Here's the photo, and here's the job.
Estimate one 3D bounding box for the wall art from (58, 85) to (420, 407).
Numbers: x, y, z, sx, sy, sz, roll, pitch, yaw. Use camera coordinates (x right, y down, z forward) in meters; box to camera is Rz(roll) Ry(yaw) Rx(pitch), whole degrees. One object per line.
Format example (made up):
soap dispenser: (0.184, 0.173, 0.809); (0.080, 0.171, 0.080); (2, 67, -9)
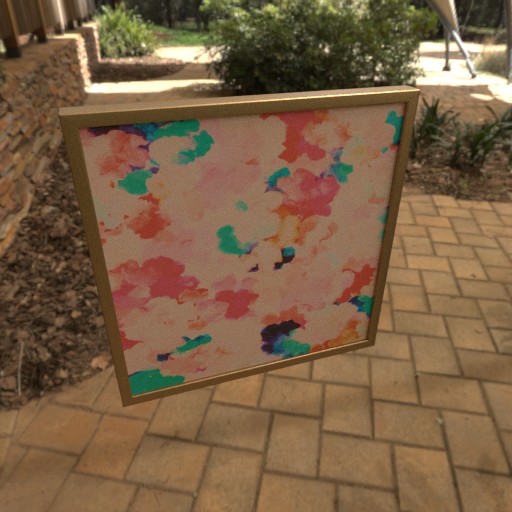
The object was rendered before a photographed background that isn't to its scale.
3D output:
wall art: (0.000, 0.000, 0.743); (0.510, 0.509, 0.037); (-10, 32, -16)
